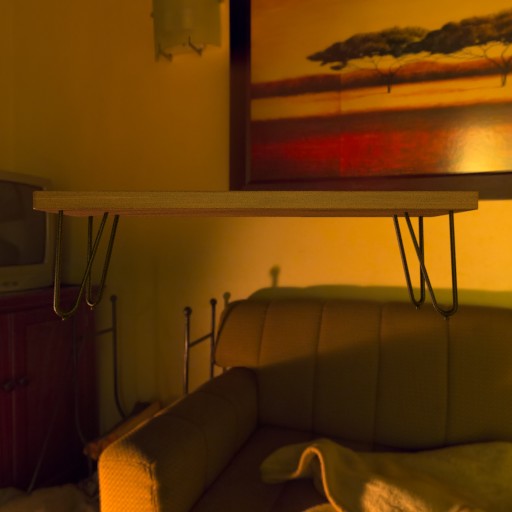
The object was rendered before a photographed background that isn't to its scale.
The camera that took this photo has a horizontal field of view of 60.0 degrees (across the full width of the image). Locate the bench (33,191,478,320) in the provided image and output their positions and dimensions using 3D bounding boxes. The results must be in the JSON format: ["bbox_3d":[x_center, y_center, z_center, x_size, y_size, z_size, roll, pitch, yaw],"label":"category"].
[{"bbox_3d":[0.000,0.000,1.758,1.570,0.462,0.425,0,1,0],"label":"bench"}]
